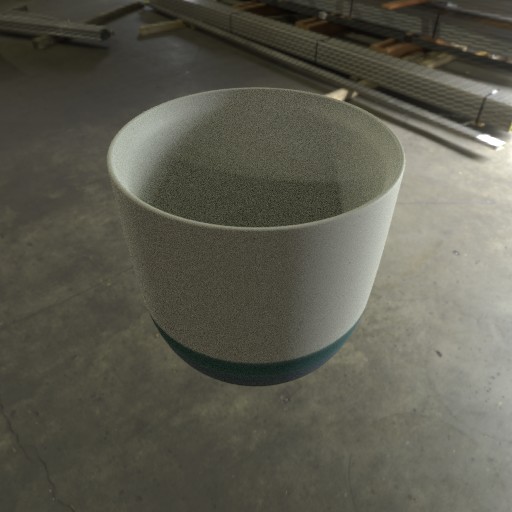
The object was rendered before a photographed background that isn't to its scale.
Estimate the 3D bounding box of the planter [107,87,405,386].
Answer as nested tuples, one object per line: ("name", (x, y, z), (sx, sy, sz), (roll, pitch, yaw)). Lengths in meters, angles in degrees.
("planter", (0.000, 0.000, 0.381), (0.204, 0.214, 0.204), (0, 41, 0))
